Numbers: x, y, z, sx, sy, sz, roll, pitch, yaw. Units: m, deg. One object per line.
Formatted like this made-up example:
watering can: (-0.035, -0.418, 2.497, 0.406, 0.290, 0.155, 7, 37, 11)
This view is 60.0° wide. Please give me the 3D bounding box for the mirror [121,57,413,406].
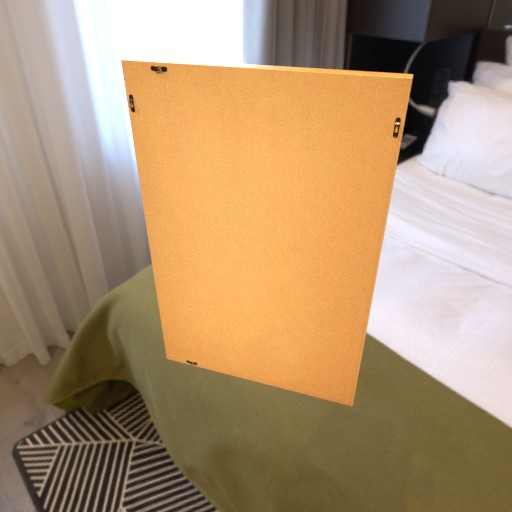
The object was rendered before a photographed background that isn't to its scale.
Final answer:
mirror: (0.000, 0.000, 1.146, 0.609, 0.915, 0.041, 10, 35, 15)
